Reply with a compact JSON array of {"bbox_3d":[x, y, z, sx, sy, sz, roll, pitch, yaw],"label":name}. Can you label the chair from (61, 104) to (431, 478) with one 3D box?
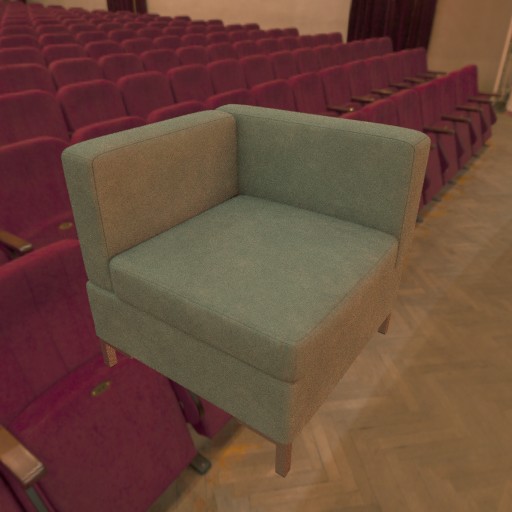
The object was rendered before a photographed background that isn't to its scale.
[{"bbox_3d":[0.000,0.000,1.218,0.680,0.660,0.680,19,35,30],"label":"chair"}]
